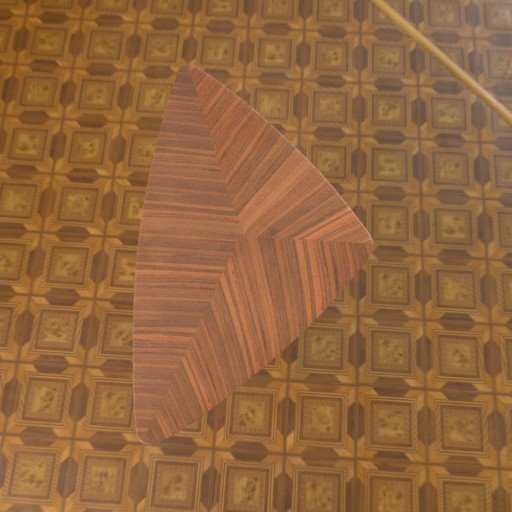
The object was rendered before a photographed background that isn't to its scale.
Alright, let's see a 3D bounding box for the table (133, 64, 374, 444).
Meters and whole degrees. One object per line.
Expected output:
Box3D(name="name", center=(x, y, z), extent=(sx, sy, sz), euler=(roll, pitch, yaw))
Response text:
Box3D(name="table", center=(0.000, 0.000, 1.311), extent=(0.601, 0.365, 1.008), euler=(3, 76, 1))
